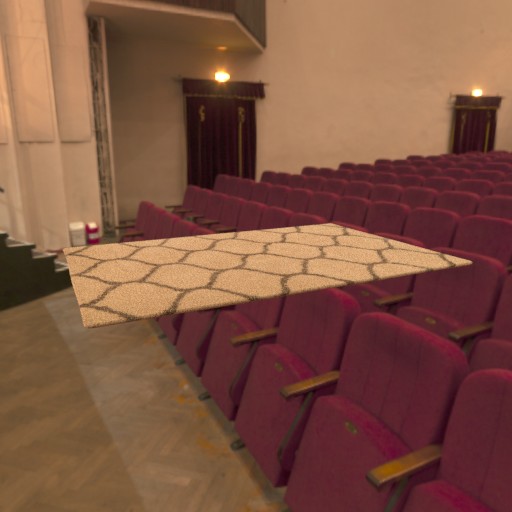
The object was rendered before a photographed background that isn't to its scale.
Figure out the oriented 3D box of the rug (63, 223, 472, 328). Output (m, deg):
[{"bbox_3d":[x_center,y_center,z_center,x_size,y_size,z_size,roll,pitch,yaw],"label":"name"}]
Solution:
[{"bbox_3d":[0.000,0.000,3.477,2.701,0.026,1.801,-7,16,-25],"label":"rug"}]
